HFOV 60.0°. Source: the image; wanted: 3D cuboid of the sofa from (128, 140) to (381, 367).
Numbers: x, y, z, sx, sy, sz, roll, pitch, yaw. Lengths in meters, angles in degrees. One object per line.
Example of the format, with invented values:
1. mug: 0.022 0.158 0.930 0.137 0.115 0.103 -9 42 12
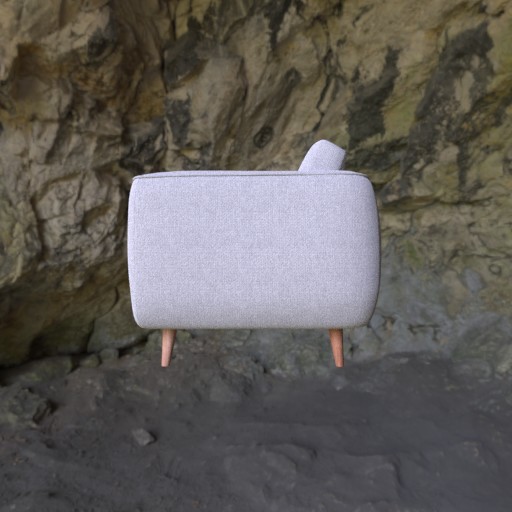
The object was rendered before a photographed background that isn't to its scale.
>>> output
1. sofa: 0.000 0.000 2.439 0.920 0.850 2.000 0 -2 1
